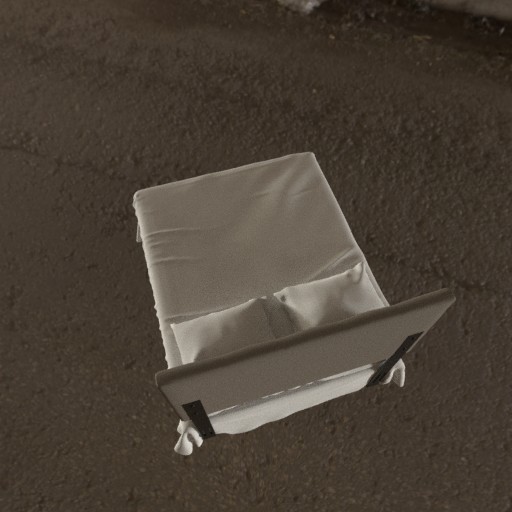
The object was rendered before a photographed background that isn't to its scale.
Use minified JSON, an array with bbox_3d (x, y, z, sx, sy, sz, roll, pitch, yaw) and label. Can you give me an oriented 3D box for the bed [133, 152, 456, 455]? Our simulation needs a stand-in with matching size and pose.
[{"bbox_3d":[0.000,0.000,3.413,1.936,1.577,2.222,-15,60,-9],"label":"bed"}]
